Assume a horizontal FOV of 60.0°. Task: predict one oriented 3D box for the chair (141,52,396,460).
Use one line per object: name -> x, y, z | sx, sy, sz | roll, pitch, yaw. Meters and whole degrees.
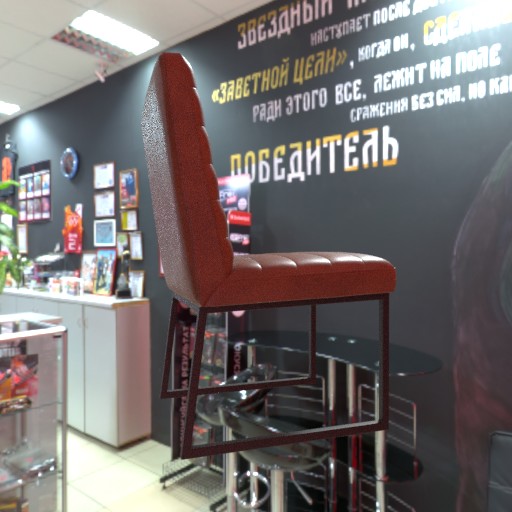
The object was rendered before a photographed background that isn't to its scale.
chair -> 0.000, 0.000, 1.310 | 0.634, 0.930, 0.520 | 0, 0, -18
